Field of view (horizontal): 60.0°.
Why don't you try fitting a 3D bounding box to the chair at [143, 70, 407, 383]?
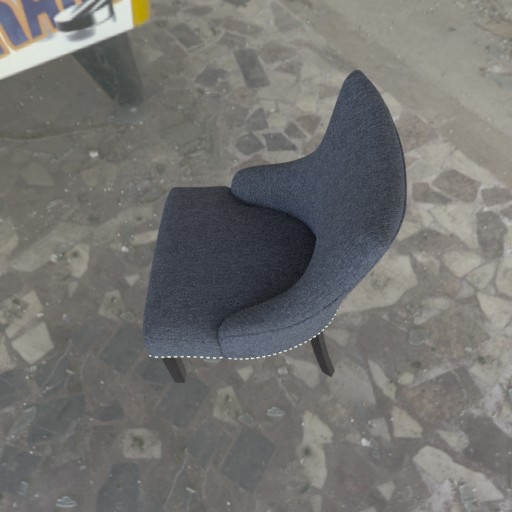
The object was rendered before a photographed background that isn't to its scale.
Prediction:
[{"bbox_3d":[0.000,0.000,1.307,0.629,0.909,0.566,2,58,1],"label":"chair"}]
